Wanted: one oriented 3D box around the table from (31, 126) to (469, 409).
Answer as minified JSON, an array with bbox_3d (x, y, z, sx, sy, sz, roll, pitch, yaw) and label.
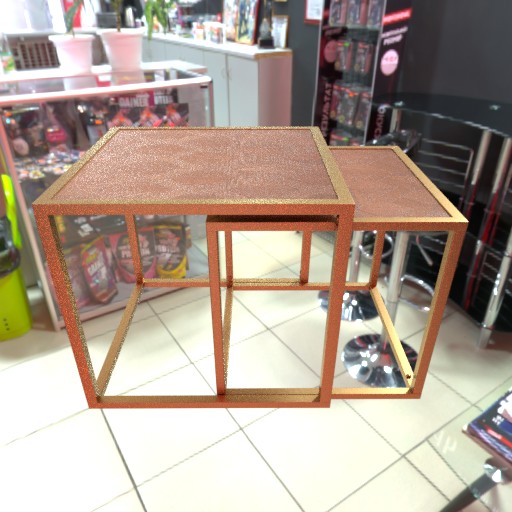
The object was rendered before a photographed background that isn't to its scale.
[{"bbox_3d":[0.000,0.000,1.092,0.762,0.505,0.505,0,31,0],"label":"table"}]
